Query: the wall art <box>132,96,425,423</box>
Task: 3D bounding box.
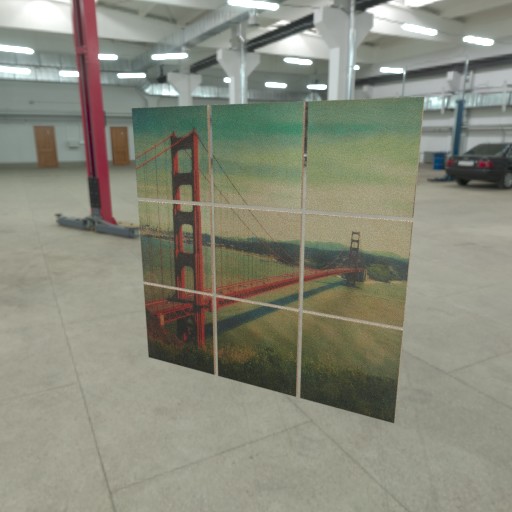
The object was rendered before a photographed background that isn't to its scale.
[{"bbox_3d":[0.000,0.000,1.394,0.917,0.910,0.012,7,16,26],"label":"wall art"}]
